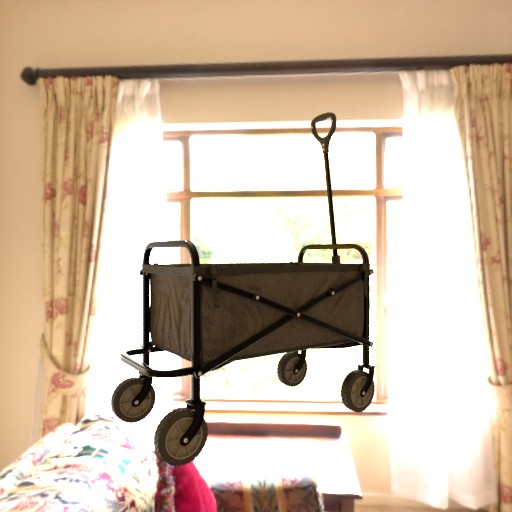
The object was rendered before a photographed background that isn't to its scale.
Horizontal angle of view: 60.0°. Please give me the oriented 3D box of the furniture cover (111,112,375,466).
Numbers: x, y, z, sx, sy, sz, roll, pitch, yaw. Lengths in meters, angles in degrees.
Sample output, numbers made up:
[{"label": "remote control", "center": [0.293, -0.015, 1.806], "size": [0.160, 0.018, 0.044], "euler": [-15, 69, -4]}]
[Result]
[{"label": "furniture cover", "center": [0.000, 0.000, 1.811], "size": [1.038, 1.295, 0.532], "euler": [0, 0, -35]}]
